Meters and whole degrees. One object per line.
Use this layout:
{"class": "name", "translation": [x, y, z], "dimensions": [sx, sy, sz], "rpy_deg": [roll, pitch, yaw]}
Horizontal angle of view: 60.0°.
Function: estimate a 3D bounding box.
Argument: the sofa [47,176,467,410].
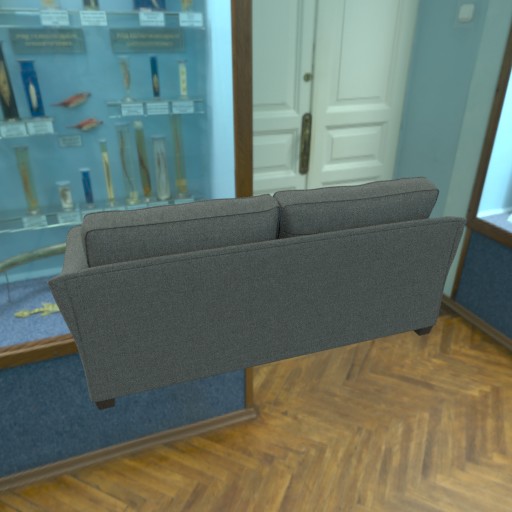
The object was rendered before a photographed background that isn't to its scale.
{"class": "sofa", "translation": [0.000, 0.000, 2.732], "dimensions": [2.203, 0.976, 1.013], "rpy_deg": [-9, 28, -17]}
